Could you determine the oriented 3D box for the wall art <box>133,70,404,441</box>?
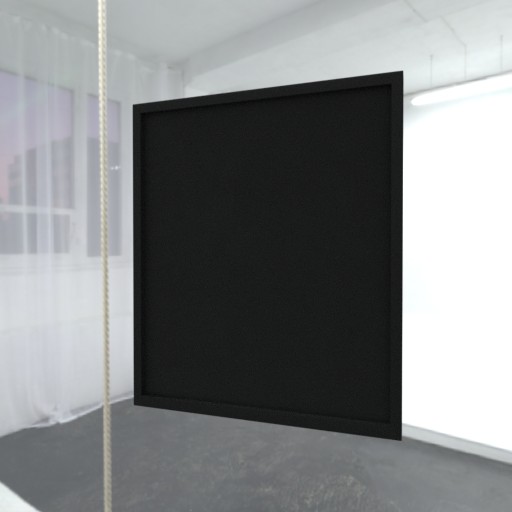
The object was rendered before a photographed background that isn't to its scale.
[{"bbox_3d":[0.000,0.000,0.687,0.432,0.508,0.021,0,1,19],"label":"wall art"}]
